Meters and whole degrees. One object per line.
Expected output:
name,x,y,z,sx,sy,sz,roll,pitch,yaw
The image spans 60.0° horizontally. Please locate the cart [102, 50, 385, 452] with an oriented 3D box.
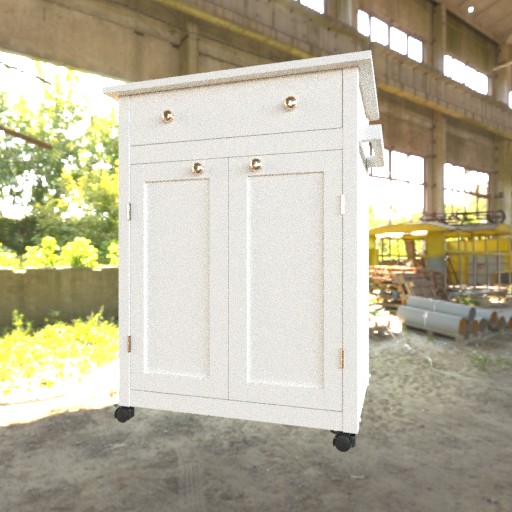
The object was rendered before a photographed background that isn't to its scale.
cart,0.000,0.000,1.238,0.683,0.864,0.442,0,0,18
